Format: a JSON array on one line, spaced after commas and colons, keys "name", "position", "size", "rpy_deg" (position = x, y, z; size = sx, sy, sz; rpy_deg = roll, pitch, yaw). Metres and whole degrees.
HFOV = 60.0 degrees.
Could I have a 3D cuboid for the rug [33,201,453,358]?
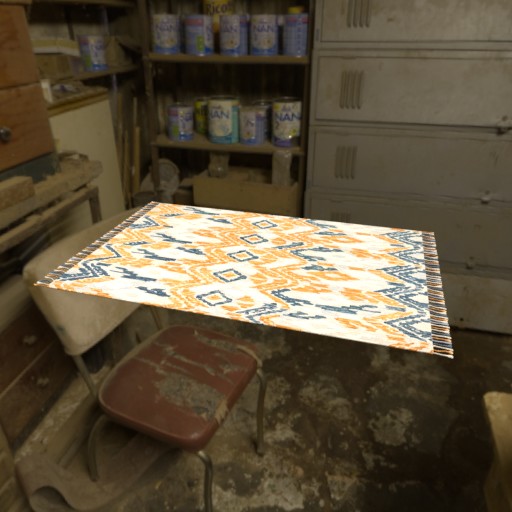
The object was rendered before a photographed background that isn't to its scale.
[{"name": "rug", "position": [0.000, 0.000, 3.080], "size": [2.428, 0.010, 1.533], "rpy_deg": [8, 28, 14]}]
